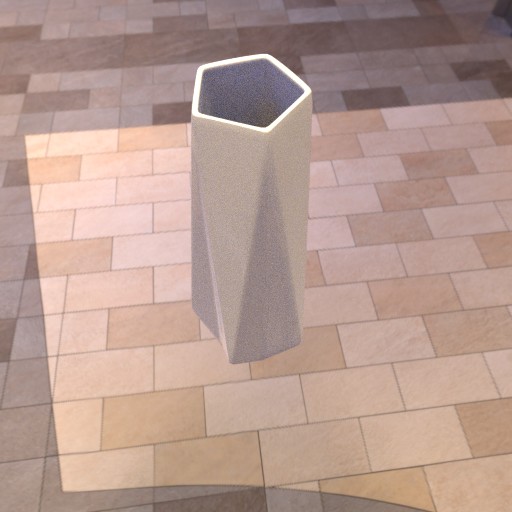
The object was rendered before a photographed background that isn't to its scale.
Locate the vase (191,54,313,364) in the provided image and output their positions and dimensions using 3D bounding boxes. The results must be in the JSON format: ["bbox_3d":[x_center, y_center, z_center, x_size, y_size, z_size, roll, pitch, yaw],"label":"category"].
[{"bbox_3d":[0.000,0.000,0.381,0.116,0.329,0.122,32,63,19],"label":"vase"}]
